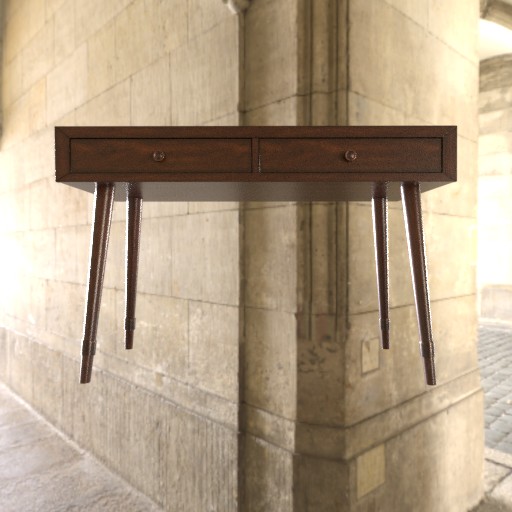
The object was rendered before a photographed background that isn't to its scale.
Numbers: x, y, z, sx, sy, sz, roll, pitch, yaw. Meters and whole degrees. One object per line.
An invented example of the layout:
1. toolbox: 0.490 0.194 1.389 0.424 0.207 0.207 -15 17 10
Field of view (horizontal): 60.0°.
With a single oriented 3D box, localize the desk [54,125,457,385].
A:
1. desk: 0.000 0.000 2.108 1.577 1.031 0.734 0 1 0
